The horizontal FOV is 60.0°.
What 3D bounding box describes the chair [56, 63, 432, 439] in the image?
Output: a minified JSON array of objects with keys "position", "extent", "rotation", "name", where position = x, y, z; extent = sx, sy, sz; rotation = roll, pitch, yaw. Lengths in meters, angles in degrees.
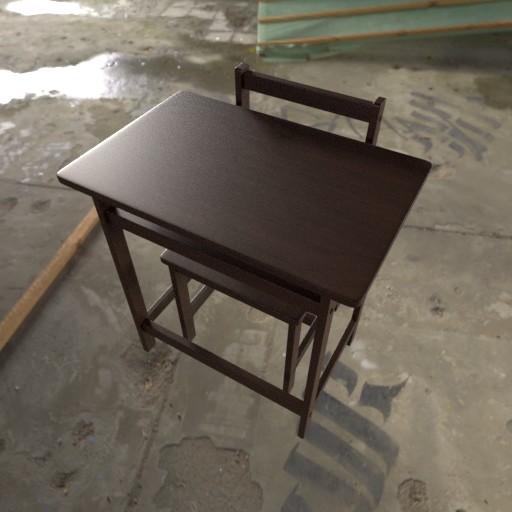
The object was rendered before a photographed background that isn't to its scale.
[{"position":[0.000,0.000,1.047],"extent":[0.599,0.673,0.463],"rotation":[23,50,20],"name":"chair"}]
